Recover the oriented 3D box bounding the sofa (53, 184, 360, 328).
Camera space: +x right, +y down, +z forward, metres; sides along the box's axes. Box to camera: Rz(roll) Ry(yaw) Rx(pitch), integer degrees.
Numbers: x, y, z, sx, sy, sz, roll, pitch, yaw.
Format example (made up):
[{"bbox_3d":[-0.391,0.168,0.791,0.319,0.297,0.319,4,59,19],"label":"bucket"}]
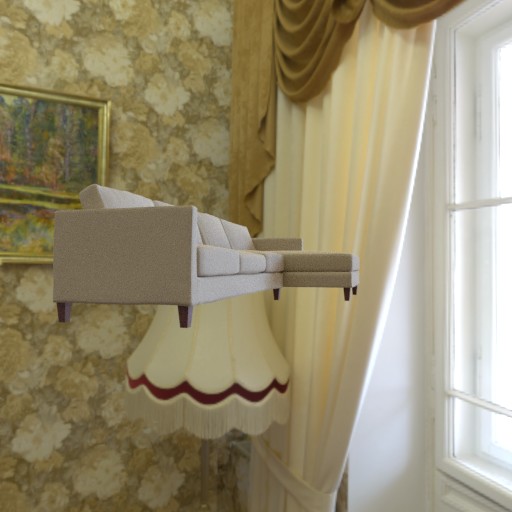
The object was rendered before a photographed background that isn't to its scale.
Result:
[{"bbox_3d":[0.000,0.000,3.977,1.625,0.861,3.186,0,-1,17],"label":"sofa"}]
